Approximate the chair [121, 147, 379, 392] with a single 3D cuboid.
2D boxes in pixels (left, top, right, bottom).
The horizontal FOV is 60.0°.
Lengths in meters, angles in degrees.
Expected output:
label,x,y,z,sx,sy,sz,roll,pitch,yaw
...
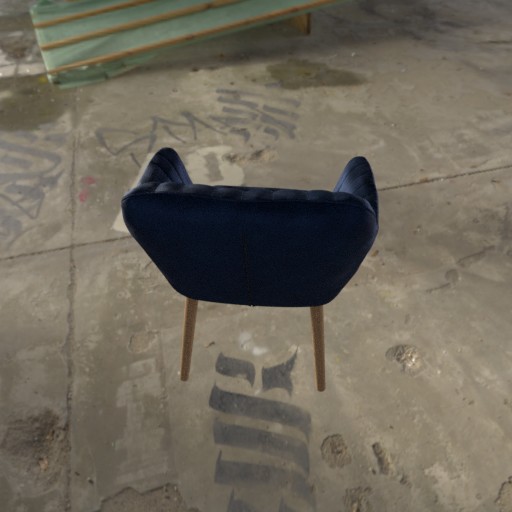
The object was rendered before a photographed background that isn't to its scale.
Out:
label,x,y,z,sx,sy,sz,roll,pitch,yaw
chair,0.000,0.000,1.208,0.578,0.826,0.573,3,45,3
